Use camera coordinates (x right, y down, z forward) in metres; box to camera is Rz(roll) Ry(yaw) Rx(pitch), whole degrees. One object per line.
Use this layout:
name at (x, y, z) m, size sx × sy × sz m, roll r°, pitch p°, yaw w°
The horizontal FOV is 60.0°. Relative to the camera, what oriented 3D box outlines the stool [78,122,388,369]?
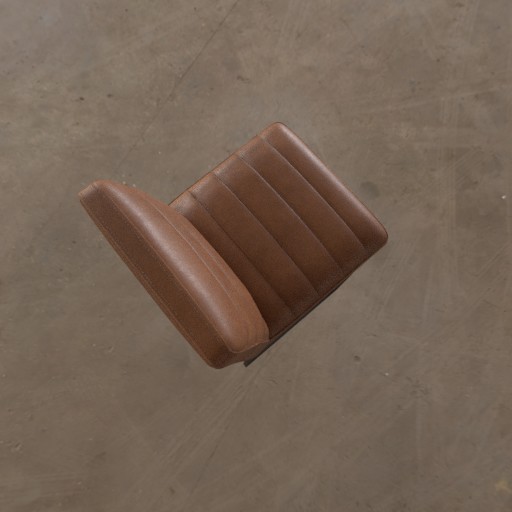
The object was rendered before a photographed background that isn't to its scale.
stool at (0.000, 0.000, 1.326) m, size 0.556 × 1.040 × 0.458 m, roll -39°, pitch 79°, yaw -9°
